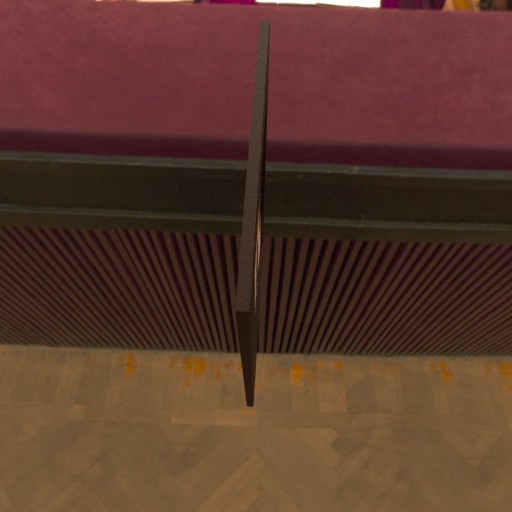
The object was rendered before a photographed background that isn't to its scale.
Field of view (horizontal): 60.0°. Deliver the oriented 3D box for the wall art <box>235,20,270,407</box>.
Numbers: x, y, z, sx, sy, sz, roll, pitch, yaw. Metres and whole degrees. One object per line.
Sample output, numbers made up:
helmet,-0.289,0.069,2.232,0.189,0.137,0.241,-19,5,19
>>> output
wall art,0.000,0.000,0.662,0.013,0.508,0.359,3,63,2
